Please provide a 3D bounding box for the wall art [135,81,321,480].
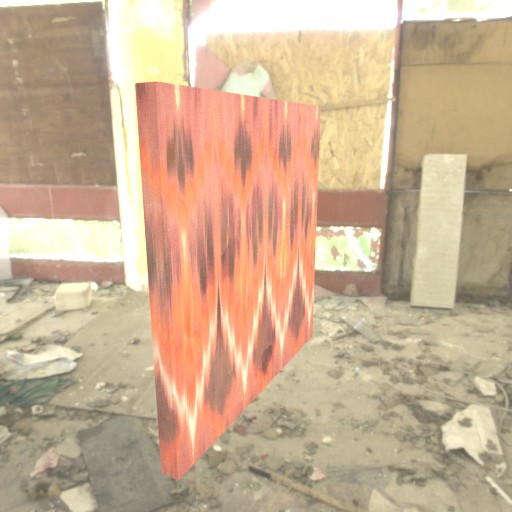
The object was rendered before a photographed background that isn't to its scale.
[{"bbox_3d":[0.000,0.000,0.904,0.037,0.609,0.603,8,17,27],"label":"wall art"}]
